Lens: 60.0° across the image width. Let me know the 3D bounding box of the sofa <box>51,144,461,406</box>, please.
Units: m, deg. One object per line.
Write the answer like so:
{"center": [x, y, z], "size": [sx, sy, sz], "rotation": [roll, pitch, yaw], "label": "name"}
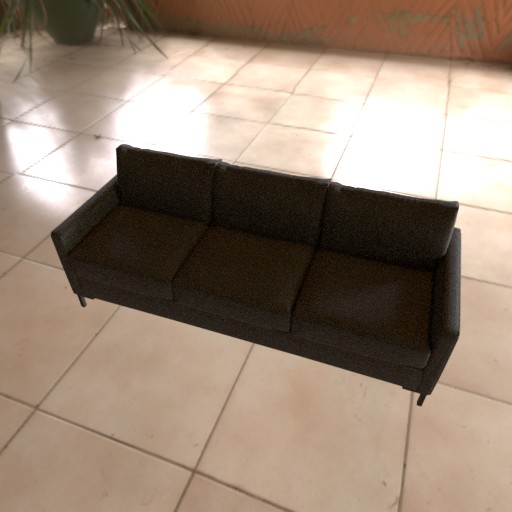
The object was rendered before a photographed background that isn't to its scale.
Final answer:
{"center": [0.000, 0.000, 2.662], "size": [2.253, 0.879, 0.876], "rotation": [13, 43, 15], "label": "sofa"}
